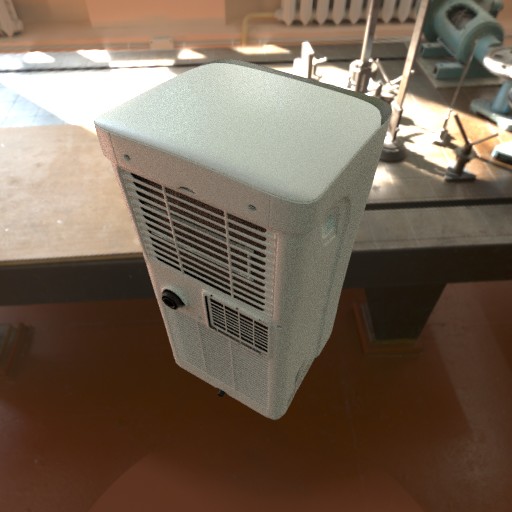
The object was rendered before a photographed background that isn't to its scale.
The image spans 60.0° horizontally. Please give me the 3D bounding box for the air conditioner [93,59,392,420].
[{"bbox_3d":[0.000,0.000,0.918,0.352,0.716,0.369,24,52,20],"label":"air conditioner"}]
